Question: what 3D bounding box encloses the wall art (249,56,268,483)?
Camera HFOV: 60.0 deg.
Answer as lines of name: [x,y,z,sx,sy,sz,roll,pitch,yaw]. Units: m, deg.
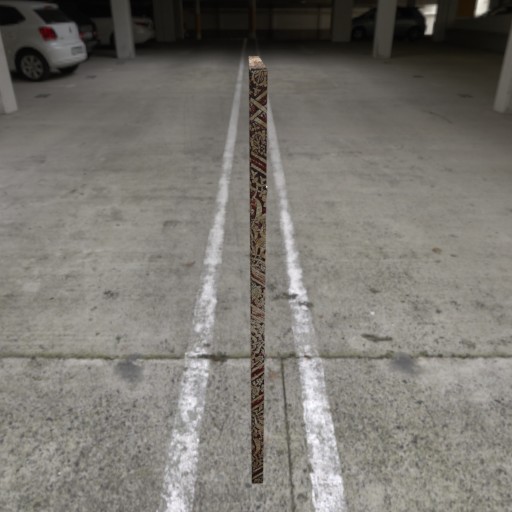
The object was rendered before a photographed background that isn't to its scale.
wall art: [0.000,0.000,1.120,0.030,0.904,0.599,0,26,-1]
